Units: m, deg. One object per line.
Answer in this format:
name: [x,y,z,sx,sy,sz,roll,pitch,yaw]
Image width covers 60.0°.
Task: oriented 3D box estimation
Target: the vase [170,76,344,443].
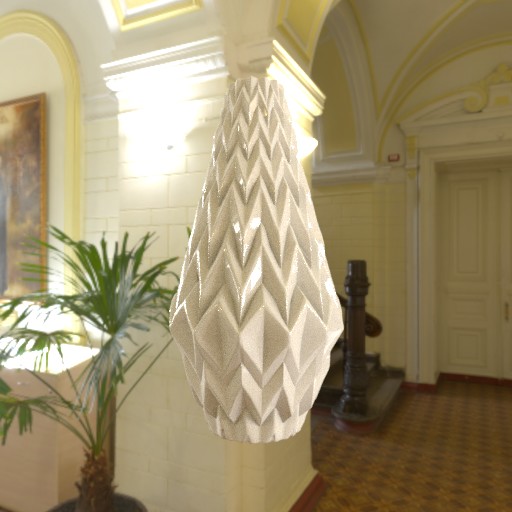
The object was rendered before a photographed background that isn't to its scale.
vase: [0.000,0.000,0.428,0.167,0.328,0.167,0,0,0]
